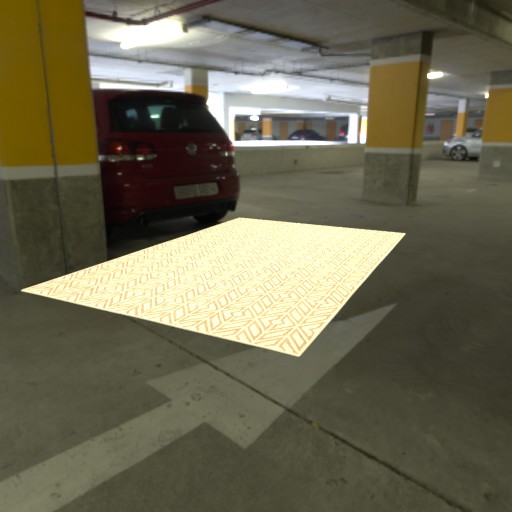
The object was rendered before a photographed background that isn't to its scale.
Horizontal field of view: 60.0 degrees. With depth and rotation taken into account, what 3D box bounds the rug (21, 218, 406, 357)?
[{"bbox_3d":[0.000,0.000,2.324,1.220,0.007,1.828,8,17,26],"label":"rug"}]
